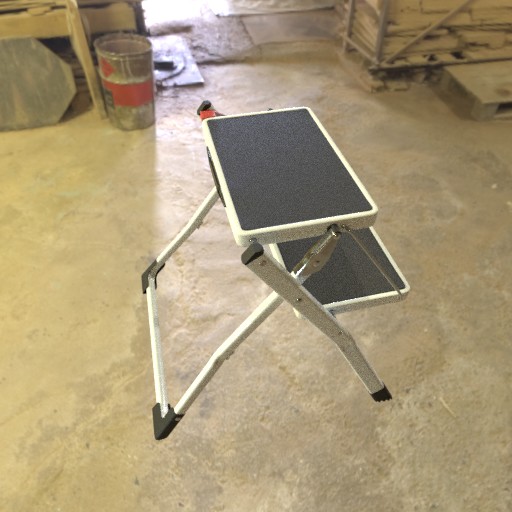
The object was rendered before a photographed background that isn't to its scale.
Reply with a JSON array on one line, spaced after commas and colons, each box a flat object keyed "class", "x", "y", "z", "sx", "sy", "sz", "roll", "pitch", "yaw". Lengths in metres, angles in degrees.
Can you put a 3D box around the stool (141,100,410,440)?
[{"class": "stool", "x": 0.000, "y": 0.000, "z": 0.851, "sx": 0.490, "sy": 0.445, "sz": 0.485, "roll": -10, "pitch": 47, "yaw": -9}]
